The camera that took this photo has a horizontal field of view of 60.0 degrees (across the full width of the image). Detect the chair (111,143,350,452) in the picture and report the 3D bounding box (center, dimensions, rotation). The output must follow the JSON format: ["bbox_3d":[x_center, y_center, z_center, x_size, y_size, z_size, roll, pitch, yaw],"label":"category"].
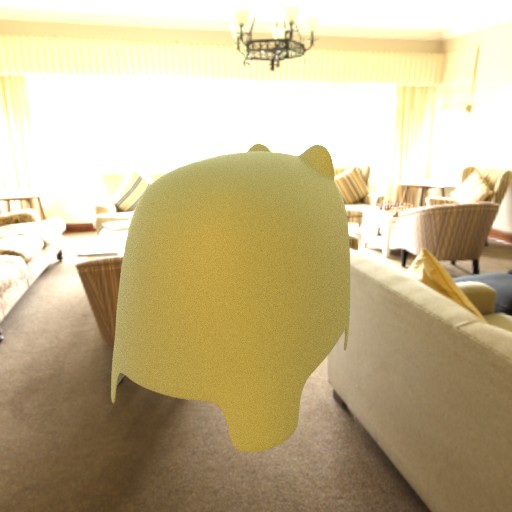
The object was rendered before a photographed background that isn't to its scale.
[{"bbox_3d":[0.000,0.000,0.875,0.364,0.423,0.619,8,17,27],"label":"chair"}]
